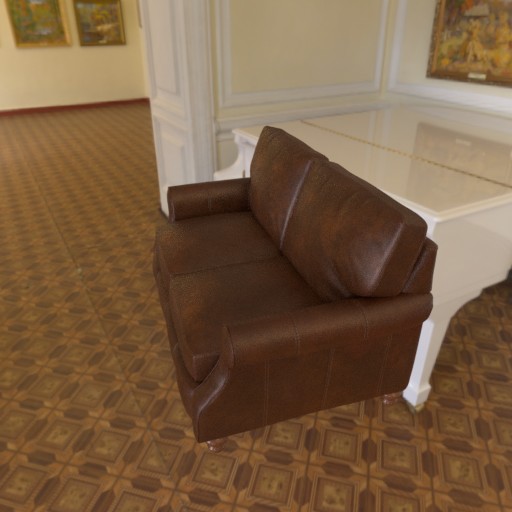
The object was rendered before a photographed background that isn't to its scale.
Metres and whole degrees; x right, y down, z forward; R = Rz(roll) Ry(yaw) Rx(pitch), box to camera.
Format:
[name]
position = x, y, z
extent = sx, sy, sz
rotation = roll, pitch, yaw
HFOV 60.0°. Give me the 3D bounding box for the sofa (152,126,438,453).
[sofa]
position = 0.000, 0.000, 2.247
extent = 0.990, 0.976, 1.616
rotation = -9, 30, -15
